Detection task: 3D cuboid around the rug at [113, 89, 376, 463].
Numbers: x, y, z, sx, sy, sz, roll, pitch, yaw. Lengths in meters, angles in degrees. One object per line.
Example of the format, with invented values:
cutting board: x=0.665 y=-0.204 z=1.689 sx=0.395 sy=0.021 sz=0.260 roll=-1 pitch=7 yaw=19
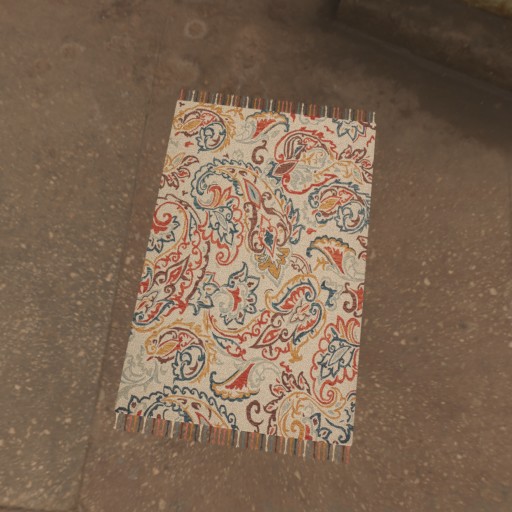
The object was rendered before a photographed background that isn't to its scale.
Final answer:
rug: x=0.000 y=0.000 z=2.472 sx=1.218 sy=0.010 sz=1.997 roll=7 pitch=76 yaw=2
